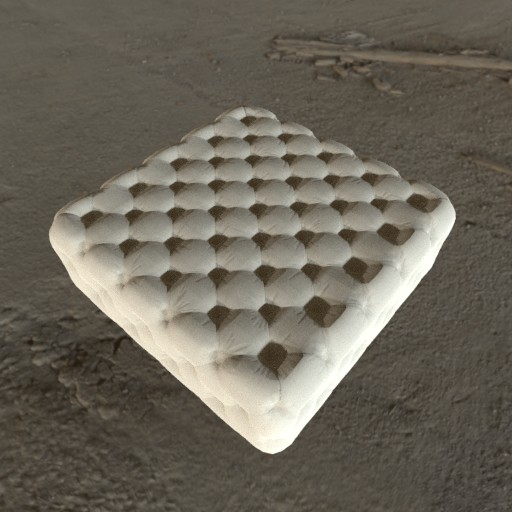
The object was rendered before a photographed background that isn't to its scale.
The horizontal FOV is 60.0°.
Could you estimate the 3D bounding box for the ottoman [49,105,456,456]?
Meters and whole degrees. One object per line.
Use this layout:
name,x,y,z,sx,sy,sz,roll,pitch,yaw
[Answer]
ottoman,0.000,0.000,1.205,0.755,0.376,0.753,33,56,26
